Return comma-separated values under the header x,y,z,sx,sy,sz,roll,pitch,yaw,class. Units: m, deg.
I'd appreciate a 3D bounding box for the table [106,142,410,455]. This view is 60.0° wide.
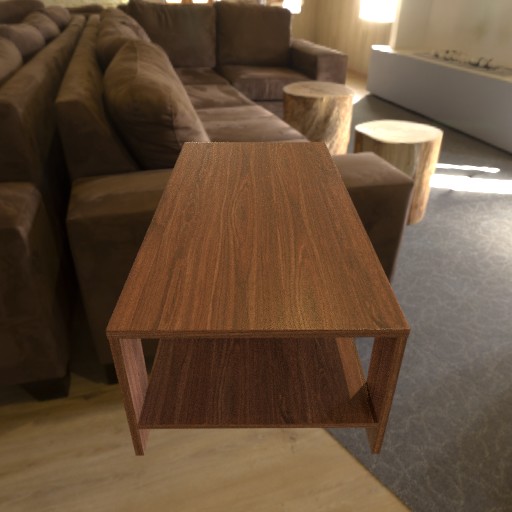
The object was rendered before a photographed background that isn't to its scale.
x,y,z,sx,sy,sz,roll,pitch,yaw,class
0.000,0.000,1.487,0.600,0.400,1.200,0,32,0,table
